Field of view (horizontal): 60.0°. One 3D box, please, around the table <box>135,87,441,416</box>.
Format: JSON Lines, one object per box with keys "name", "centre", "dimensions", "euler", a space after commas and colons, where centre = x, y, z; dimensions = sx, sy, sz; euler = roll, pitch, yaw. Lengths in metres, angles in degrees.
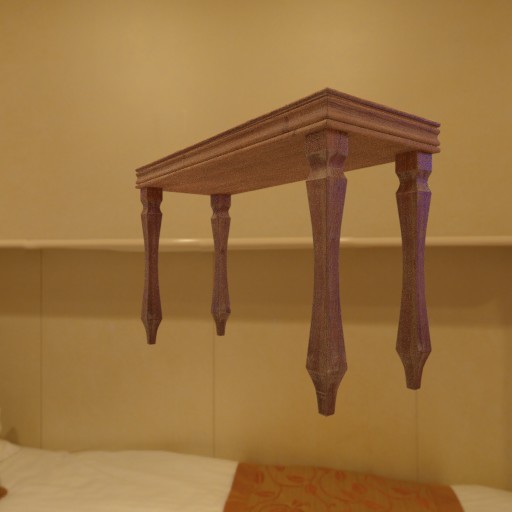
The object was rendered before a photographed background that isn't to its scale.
{"name": "table", "centre": [0.000, 0.000, 1.829], "dimensions": [0.522, 0.873, 1.330], "euler": [0, 0, -36]}
